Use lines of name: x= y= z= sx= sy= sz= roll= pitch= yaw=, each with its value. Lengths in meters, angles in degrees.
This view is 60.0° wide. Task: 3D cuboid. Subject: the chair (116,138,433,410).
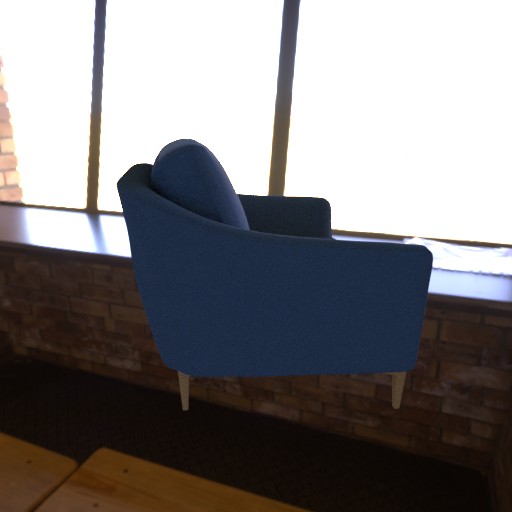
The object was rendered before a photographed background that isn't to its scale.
chair: x=0.000 y=0.000 z=1.761 sx=0.961 sy=0.899 sz=0.987 roll=-3 pitch=17 yaw=-10
